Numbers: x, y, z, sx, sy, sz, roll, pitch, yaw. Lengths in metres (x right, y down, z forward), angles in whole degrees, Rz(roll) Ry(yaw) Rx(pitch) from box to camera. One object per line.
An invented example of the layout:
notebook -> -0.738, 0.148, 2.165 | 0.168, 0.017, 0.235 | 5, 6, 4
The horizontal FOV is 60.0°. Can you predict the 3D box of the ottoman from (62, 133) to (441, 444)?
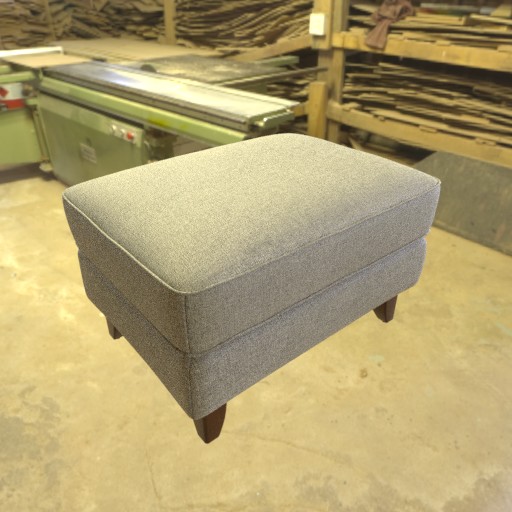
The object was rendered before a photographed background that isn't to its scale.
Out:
ottoman -> 0.000, 0.000, 1.329 | 0.889, 0.561, 0.661 | -23, 38, -33
